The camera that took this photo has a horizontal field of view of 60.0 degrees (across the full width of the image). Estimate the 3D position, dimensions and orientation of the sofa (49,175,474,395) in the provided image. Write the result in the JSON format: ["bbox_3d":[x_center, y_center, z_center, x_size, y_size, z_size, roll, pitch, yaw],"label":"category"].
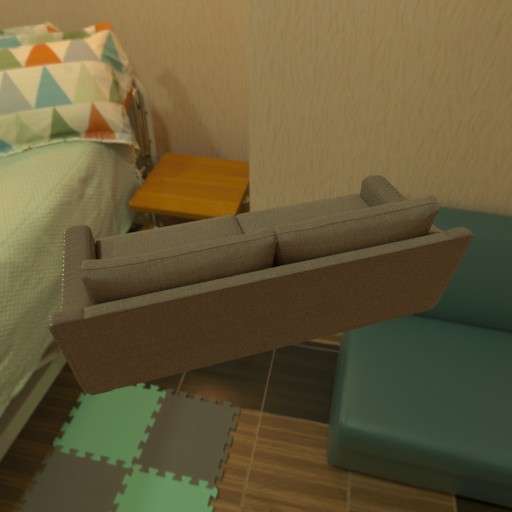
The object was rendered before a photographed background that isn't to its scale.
[{"bbox_3d":[0.000,0.000,2.718,2.208,0.857,1.000,-11,42,-13],"label":"sofa"}]
